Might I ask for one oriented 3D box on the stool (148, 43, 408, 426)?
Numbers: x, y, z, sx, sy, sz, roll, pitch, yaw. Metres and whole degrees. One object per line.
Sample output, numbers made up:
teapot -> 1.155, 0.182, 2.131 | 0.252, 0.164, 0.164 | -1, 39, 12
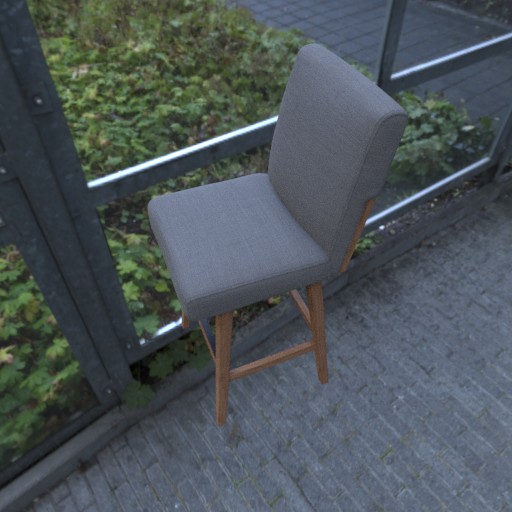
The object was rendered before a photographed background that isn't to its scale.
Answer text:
stool -> 0.000, 0.000, 1.409 | 0.570, 1.112, 0.483 | -17, 49, -15
